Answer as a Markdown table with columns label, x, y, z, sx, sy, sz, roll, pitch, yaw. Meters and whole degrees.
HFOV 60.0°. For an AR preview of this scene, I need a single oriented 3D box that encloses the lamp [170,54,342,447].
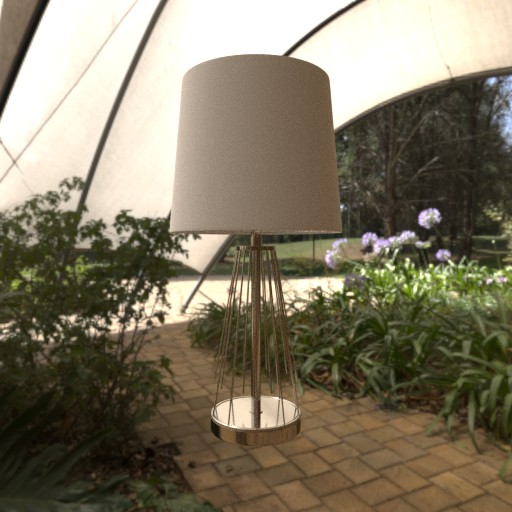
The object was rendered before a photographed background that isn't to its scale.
| label | x | y | z | sx | sy | sz | roll | pitch | yaw |
| --- | --- | --- | --- | --- | --- | --- | --- | --- | --- |
| lamp | 0.000 | 0.000 | 0.794 | 0.303 | 0.618 | 0.303 | 0 | 1 | 0 |
